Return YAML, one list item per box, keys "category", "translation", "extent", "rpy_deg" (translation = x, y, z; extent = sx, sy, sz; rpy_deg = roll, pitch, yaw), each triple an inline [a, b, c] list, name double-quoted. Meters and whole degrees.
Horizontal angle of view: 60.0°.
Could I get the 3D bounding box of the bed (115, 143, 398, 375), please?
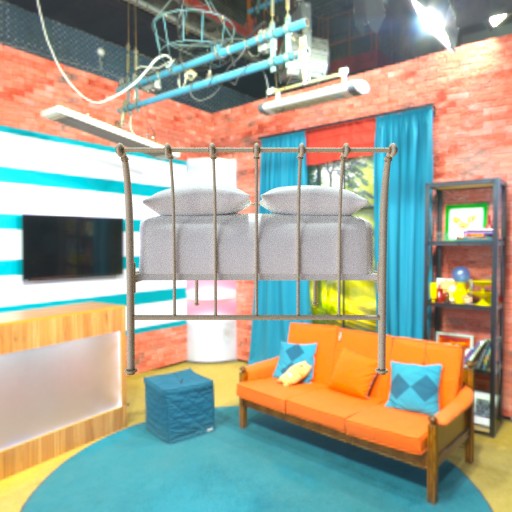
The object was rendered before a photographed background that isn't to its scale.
- category: "bed"
  translation: [0.000, 0.000, 2.695]
  extent: [1.032, 0.873, 2.228]
  rpy_deg: [0, 2, 0]
